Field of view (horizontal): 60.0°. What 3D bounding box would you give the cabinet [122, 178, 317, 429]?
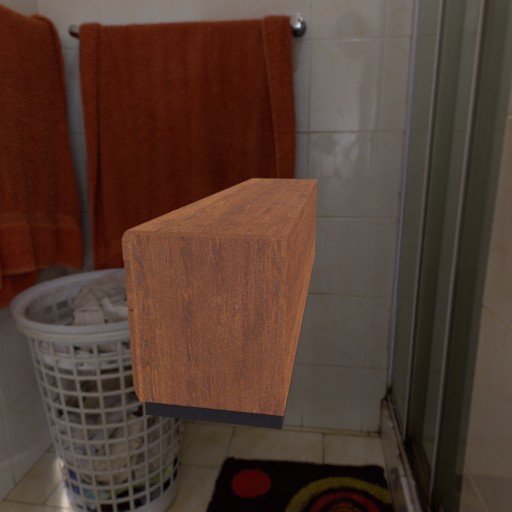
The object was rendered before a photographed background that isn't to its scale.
[{"bbox_3d":[0.000,0.000,1.830,0.419,0.510,1.600,2,14,10],"label":"cabinet"}]
